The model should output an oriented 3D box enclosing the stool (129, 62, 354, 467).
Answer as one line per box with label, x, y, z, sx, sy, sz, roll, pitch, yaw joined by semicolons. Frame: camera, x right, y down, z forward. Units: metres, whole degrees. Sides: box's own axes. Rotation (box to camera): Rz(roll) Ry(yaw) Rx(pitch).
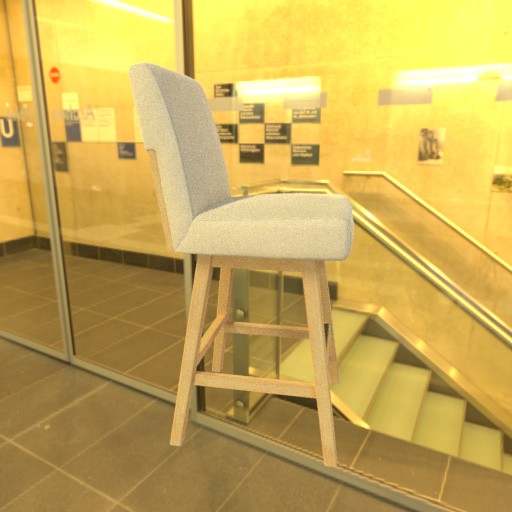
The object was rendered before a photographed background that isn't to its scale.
stool;0.000;0.000;1.289;0.543;1.015;0.446;3;15;11
